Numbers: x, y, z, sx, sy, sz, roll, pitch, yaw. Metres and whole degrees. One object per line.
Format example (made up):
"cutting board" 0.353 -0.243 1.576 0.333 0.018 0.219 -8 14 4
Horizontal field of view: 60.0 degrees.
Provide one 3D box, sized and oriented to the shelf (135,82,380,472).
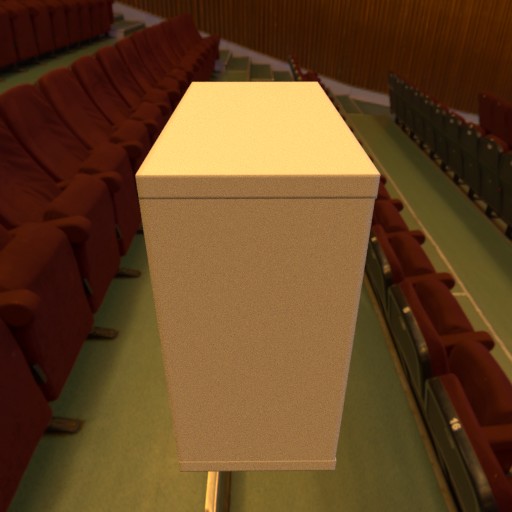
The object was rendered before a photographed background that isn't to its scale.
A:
"shelf" 0.000 0.000 1.247 0.390 0.786 0.790 0 31 0
